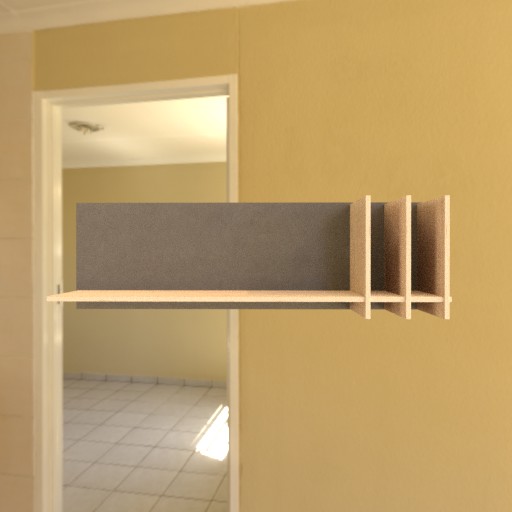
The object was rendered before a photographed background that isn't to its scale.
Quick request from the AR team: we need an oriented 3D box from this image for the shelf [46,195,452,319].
[{"bbox_3d":[0.000,0.000,1.158,1.020,0.300,0.200,0,0,1],"label":"shelf"}]
